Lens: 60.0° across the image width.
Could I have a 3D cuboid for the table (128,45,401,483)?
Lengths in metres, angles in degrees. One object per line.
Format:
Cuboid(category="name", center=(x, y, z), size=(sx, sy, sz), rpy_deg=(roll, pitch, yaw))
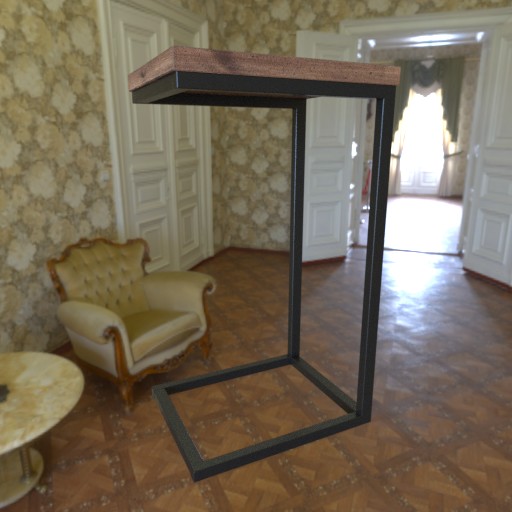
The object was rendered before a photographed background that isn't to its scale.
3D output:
Cuboid(category="table", center=(0.000, 0.000, 0.923), size=(0.414, 0.718, 0.323), rpy_deg=(-7, 16, -25))
